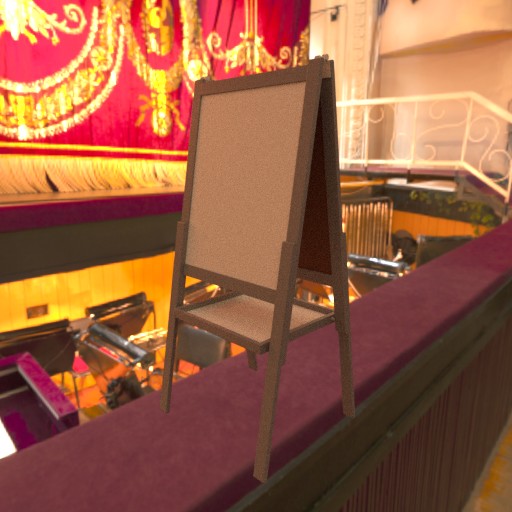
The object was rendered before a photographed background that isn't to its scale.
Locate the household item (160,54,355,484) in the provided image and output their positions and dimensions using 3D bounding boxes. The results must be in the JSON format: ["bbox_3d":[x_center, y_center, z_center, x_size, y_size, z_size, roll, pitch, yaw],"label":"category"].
[{"bbox_3d":[0.000,0.000,1.472,0.469,1.172,0.531,-13,18,-43],"label":"household item"}]
